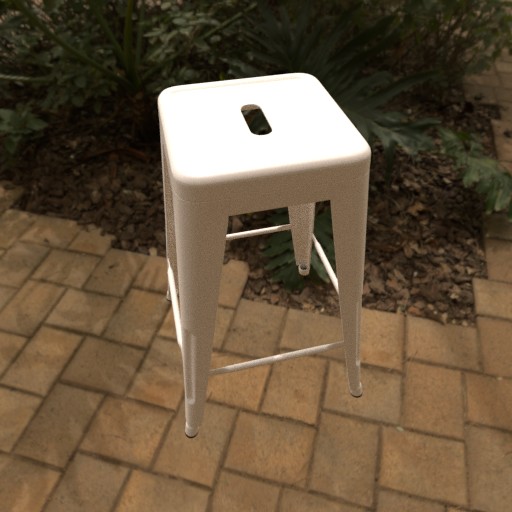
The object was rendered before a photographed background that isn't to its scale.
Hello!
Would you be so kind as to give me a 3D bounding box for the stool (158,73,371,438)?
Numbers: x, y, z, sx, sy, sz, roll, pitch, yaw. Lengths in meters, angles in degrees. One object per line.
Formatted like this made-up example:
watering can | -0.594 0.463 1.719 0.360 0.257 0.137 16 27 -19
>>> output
stool | 0.000 0.000 0.891 0.406 0.610 0.406 -10 47 -10
